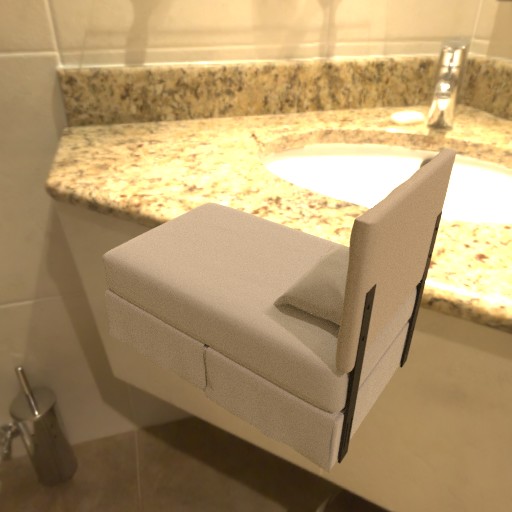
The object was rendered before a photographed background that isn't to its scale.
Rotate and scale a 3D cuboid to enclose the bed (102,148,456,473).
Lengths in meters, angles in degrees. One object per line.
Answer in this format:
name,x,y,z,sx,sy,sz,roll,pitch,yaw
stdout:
bed,0.000,0.000,2.996,1.997,1.571,1.261,21,37,31
